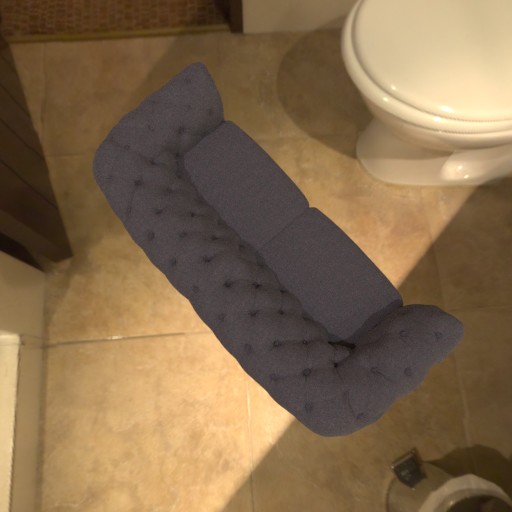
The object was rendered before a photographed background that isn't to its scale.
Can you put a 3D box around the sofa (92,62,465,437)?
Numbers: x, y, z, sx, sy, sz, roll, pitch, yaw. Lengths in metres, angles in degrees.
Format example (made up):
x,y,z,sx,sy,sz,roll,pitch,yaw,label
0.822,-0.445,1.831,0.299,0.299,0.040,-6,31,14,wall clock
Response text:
x,y,z,sx,sy,sz,roll,pitch,yaw,label
0.000,0.000,2.844,1.046,0.836,2.335,-41,79,-10,sofa
